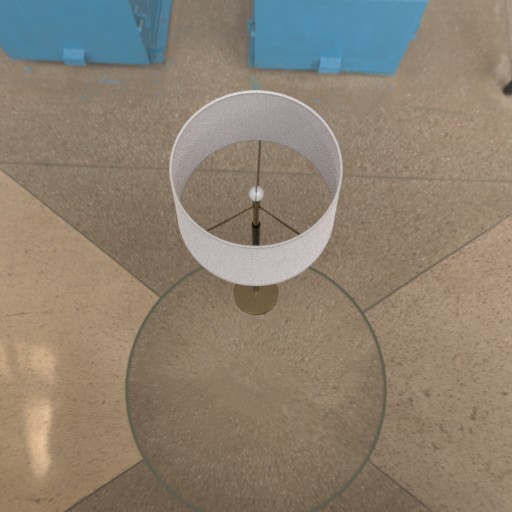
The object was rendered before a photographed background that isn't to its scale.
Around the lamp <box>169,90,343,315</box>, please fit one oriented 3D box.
[{"bbox_3d":[0.000,0.000,1.640,0.420,1.447,0.420,0,74,0],"label":"lamp"}]
